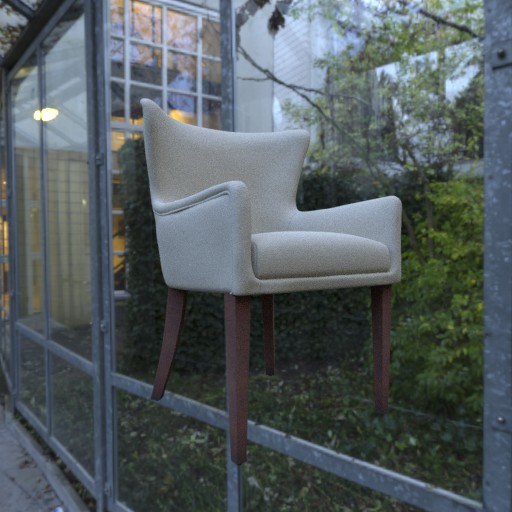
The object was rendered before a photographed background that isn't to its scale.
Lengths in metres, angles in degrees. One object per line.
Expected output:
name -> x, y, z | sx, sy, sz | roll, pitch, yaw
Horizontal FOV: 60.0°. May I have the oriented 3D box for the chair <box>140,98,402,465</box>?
chair -> 0.000, 0.000, 1.407 | 0.660, 0.952, 0.686 | -1, 2, -36
